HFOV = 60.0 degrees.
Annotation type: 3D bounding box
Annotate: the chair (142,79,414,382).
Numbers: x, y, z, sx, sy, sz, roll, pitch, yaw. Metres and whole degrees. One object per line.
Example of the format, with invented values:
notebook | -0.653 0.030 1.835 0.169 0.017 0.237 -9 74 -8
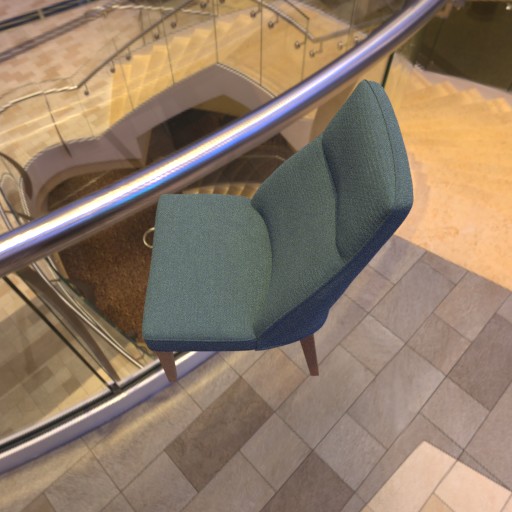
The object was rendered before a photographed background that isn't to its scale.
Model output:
chair | 0.000 0.000 1.288 0.620 0.930 0.500 -1 58 -1
